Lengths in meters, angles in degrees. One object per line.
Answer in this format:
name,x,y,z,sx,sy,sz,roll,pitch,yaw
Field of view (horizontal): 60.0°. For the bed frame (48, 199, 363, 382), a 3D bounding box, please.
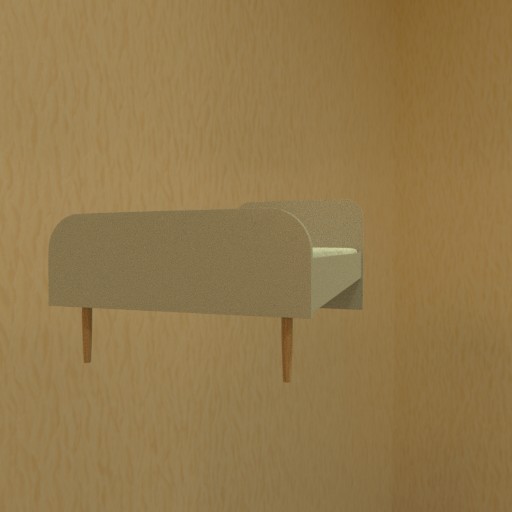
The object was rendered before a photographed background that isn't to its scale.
bed frame,0.000,0.000,2.440,0.998,0.805,1.963,0,1,18
